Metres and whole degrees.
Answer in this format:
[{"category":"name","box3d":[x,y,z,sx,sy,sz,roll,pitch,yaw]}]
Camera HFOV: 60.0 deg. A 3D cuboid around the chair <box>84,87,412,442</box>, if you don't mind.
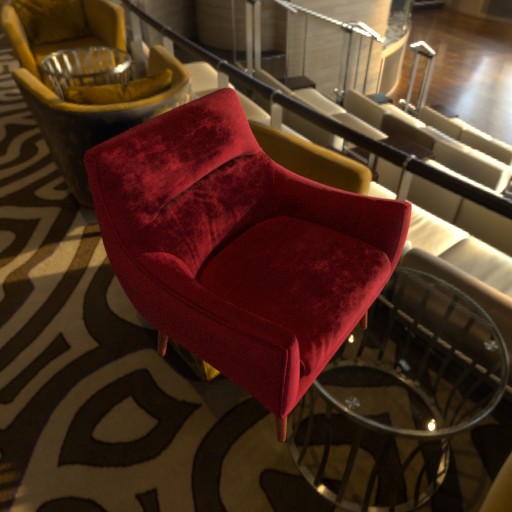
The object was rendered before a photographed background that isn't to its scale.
[{"category":"chair","box3d":[0.000,0.000,1.504,0.787,0.838,0.762,26,47,27]}]
